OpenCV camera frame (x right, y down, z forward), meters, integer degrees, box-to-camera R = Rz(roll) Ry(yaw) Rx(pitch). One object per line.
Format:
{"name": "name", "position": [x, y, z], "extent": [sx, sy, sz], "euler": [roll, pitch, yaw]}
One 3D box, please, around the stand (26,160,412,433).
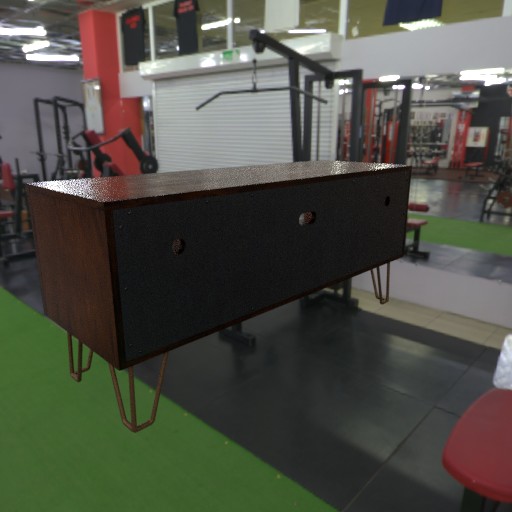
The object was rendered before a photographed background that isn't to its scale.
{"name": "stand", "position": [0.000, 0.000, 1.640], "extent": [1.372, 0.610, 0.481], "euler": [-15, 22, -43]}
